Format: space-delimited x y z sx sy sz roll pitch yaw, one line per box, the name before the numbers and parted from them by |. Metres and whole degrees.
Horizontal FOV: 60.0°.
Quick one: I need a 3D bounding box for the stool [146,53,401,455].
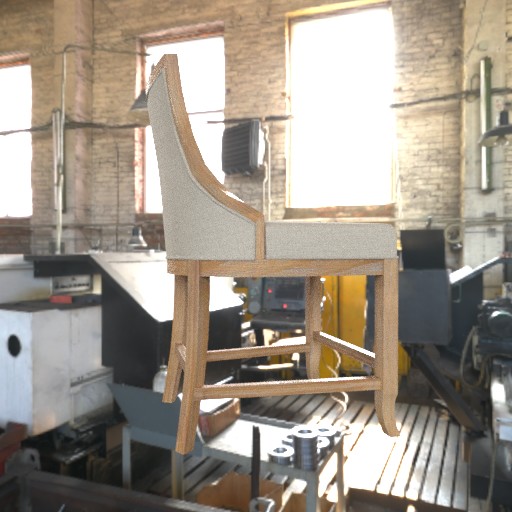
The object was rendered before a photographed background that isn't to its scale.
stool | 0.000 0.000 1.303 0.626 0.938 0.524 0 1 -17
